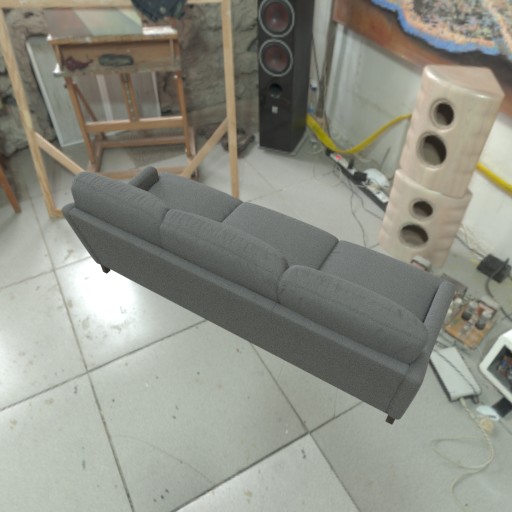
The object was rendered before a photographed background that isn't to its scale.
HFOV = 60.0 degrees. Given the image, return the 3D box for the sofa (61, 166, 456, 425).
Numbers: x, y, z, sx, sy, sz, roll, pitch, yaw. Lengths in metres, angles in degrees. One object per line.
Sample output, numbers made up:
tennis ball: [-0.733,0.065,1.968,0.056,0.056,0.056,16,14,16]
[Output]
sofa: [0.000,0.000,2.849,2.344,0.926,0.987,24,50,21]
